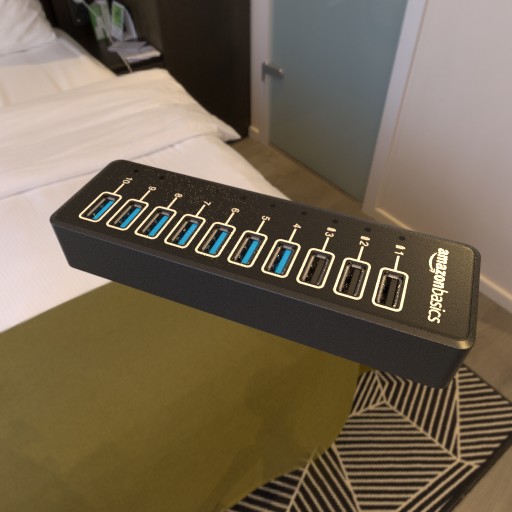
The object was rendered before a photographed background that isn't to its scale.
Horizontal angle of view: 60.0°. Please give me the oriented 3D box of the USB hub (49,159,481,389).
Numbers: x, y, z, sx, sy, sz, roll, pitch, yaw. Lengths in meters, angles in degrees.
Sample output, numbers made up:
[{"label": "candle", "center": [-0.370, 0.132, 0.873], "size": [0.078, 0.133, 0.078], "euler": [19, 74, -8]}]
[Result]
[{"label": "USB hub", "center": [0.000, 0.000, 0.160], "size": [0.145, 0.023, 0.044], "euler": [16, 48, 15]}]
